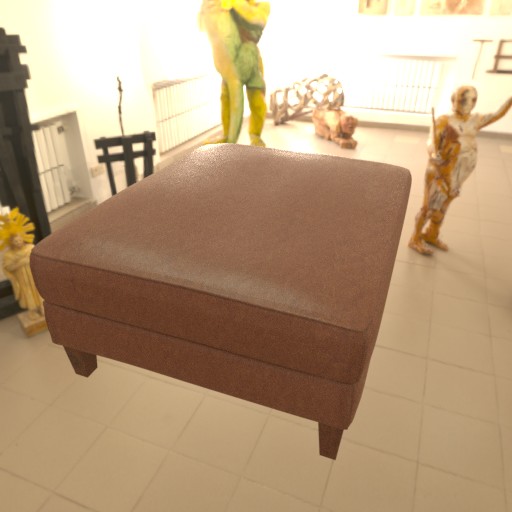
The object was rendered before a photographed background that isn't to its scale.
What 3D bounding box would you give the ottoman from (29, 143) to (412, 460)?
[{"bbox_3d":[0.000,0.000,1.403,0.836,0.472,0.987,11,32,18],"label":"ottoman"}]
